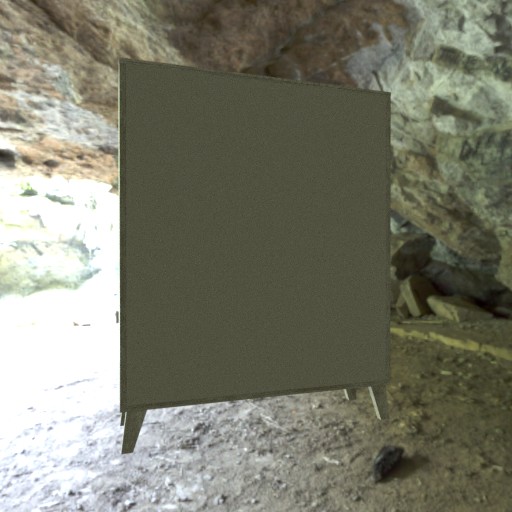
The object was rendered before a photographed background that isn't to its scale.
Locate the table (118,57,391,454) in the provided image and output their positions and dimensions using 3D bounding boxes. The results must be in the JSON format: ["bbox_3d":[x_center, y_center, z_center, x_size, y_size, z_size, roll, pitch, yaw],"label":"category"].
[{"bbox_3d":[0.000,0.000,1.525,0.902,1.135,0.256,0,0,-18],"label":"table"}]
